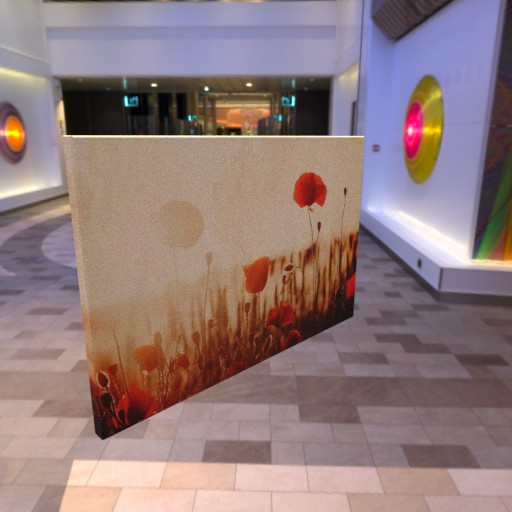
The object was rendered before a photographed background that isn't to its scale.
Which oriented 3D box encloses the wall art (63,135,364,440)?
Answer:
[{"bbox_3d":[0.000,0.000,1.151,0.918,0.602,0.038,-15,21,-43],"label":"wall art"}]
